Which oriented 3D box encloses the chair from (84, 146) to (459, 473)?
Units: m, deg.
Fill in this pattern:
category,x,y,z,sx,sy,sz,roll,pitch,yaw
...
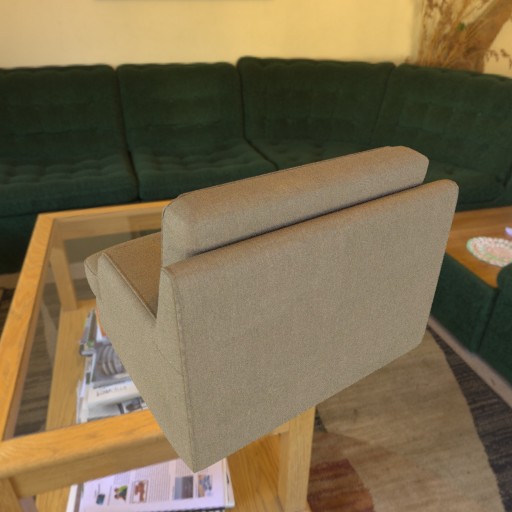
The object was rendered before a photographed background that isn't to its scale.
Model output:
category,x,y,z,sx,sy,sz,roll,pitch,yaw
chair,0.000,0.000,1.934,1.270,0.974,1.043,-19,35,-29
